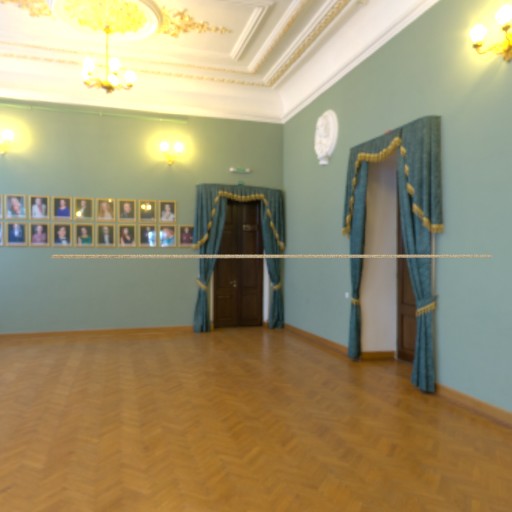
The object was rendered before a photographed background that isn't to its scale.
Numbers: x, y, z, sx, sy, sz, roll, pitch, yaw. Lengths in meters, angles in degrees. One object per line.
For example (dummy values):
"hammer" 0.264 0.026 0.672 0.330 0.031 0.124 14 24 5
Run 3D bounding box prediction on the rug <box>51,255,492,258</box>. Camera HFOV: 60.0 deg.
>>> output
"rug" 0.000 0.000 2.731 2.144 0.013 1.509 0 0 -19
